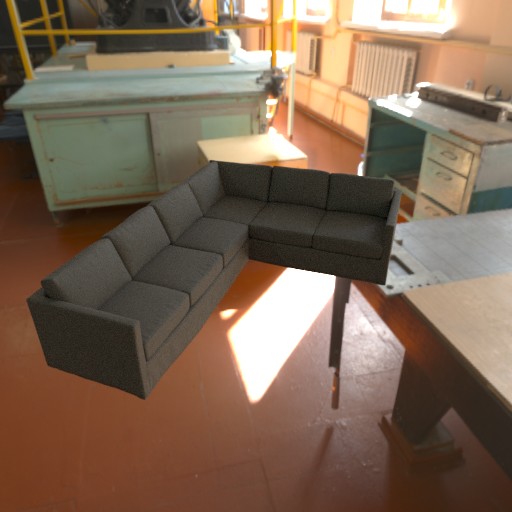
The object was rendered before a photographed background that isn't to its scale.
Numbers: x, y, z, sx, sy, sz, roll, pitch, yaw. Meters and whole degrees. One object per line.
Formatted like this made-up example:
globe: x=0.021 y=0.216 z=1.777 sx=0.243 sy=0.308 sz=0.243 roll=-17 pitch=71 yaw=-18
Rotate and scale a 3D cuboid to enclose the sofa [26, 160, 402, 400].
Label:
sofa: x=0.000 y=0.000 z=4.276 sx=2.432 sy=0.871 sz=3.182 roll=10 pitch=32 yaw=17
